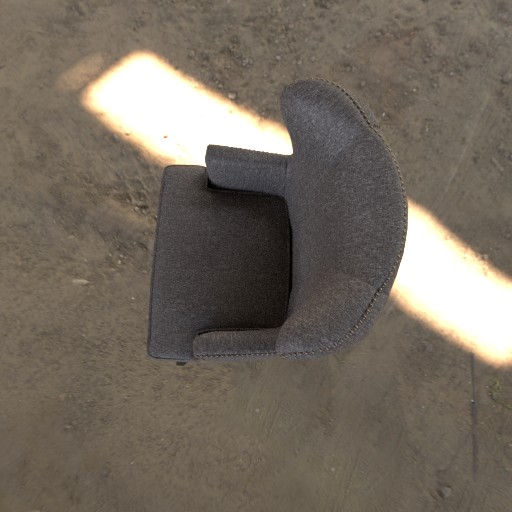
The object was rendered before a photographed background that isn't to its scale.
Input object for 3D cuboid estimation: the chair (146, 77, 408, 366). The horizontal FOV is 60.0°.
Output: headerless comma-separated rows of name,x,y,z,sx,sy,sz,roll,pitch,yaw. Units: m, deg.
chair,0.000,0.000,1.591,0.758,1.060,0.759,1,75,0
